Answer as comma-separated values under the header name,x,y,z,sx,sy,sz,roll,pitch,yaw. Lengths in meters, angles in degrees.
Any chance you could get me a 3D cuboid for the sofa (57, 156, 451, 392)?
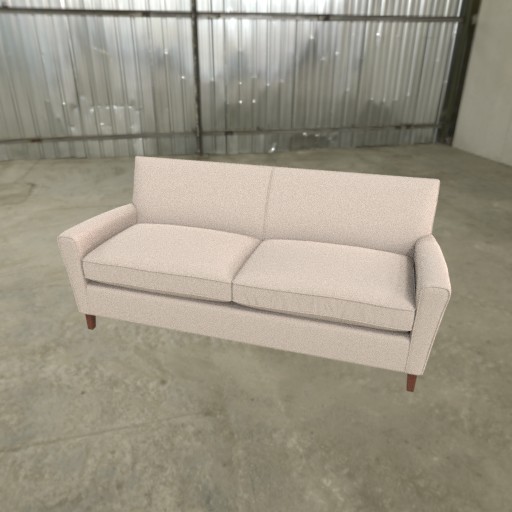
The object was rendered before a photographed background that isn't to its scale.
name,x,y,z,sx,sy,sz,roll,pitch,yaw
sofa,0.000,0.000,2.554,2.000,0.846,0.875,7,27,15
